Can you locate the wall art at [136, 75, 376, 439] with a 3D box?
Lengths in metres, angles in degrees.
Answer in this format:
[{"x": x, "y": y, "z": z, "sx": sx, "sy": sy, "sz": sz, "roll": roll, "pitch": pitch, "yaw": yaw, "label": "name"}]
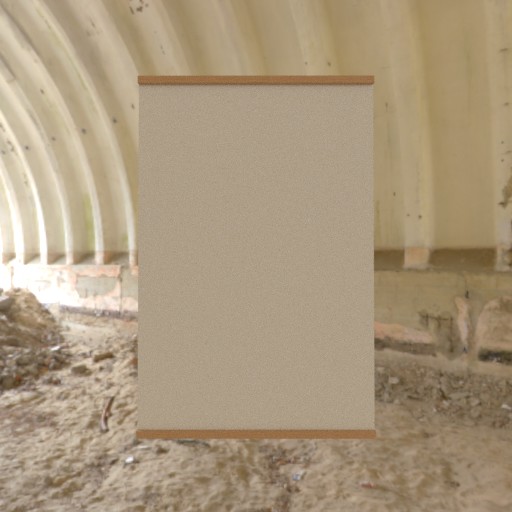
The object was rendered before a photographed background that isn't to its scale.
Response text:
[{"x": 0.000, "y": 0.000, "z": 1.863, "sx": 0.991, "sy": 1.510, "sz": 0.040, "roll": 0, "pitch": -1, "yaw": 0, "label": "wall art"}]
